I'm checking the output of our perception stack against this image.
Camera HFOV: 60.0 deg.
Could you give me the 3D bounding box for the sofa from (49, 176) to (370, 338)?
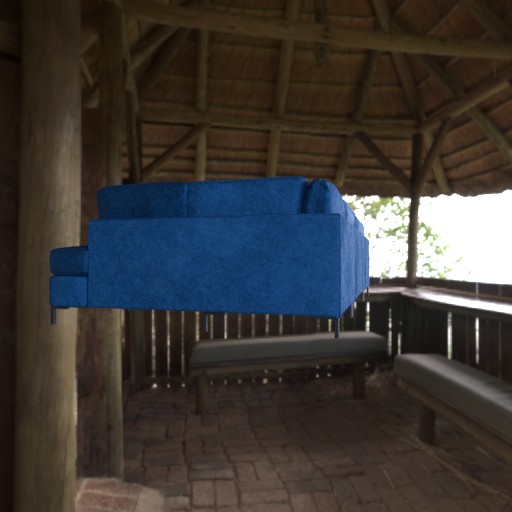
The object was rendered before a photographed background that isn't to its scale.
[{"bbox_3d":[0.000,0.000,4.463,2.055,0.992,3.434,0,-1,17],"label":"sofa"}]
